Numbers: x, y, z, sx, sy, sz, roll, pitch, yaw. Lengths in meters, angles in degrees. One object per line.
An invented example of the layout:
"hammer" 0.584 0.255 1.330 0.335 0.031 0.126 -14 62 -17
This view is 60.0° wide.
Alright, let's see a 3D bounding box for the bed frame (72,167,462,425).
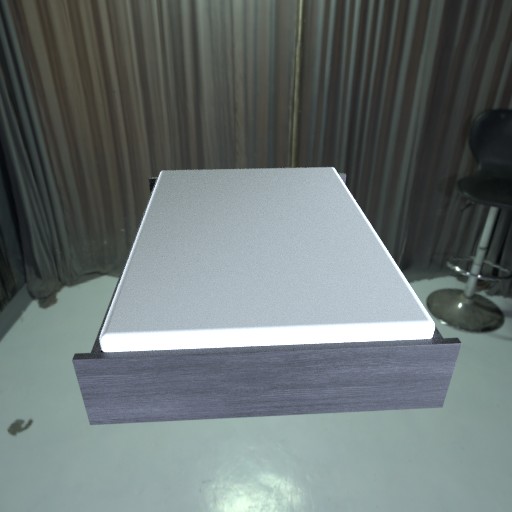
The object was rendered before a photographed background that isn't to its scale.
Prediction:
"bed frame" 0.000 0.000 2.600 1.490 0.432 1.950 -2 30 -3
